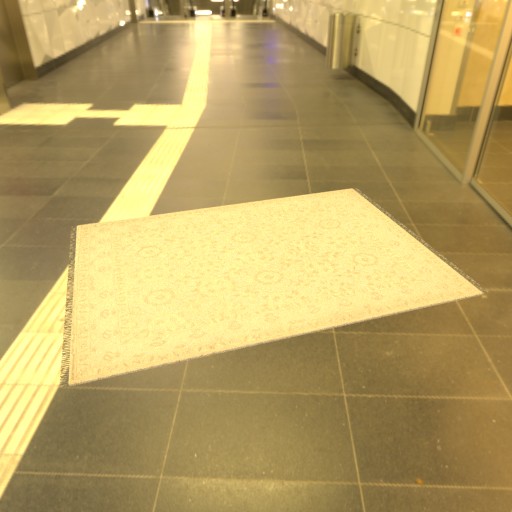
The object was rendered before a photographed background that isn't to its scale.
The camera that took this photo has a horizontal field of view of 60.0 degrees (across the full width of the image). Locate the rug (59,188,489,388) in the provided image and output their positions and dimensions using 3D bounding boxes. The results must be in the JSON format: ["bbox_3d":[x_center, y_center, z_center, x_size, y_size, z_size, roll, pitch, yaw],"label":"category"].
[{"bbox_3d":[0.000,0.000,2.779,2.233,0.011,1.514,-10,33,-15],"label":"rug"}]
